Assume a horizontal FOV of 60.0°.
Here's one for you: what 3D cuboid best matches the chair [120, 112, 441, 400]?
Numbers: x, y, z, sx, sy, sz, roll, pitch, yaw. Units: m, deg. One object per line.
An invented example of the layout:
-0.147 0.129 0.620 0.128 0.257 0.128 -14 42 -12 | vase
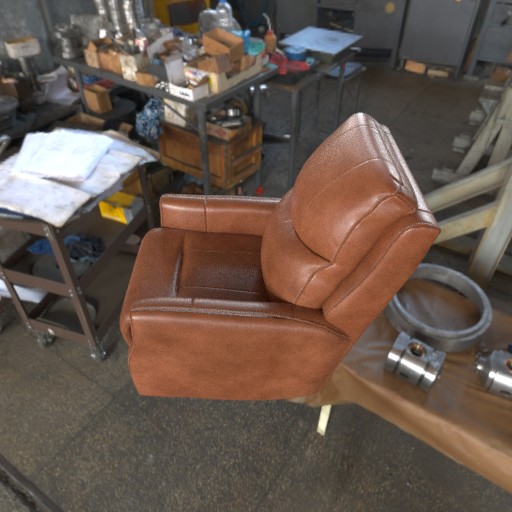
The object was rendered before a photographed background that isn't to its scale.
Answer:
0.000 0.000 1.798 1.072 1.016 0.821 0 42 0 | chair
